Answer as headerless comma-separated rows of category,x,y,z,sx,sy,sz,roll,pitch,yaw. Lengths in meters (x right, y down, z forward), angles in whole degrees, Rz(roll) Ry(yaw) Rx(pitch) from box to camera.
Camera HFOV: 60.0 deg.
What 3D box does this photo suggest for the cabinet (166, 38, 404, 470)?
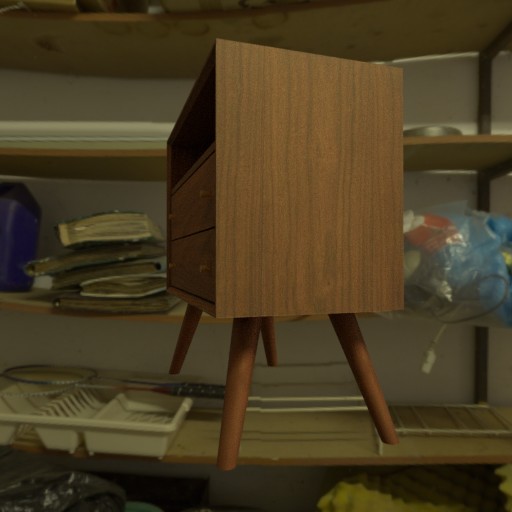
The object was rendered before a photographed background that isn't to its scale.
cabinet,0.000,0.000,1.160,0.388,0.748,0.712,0,-1,-18
